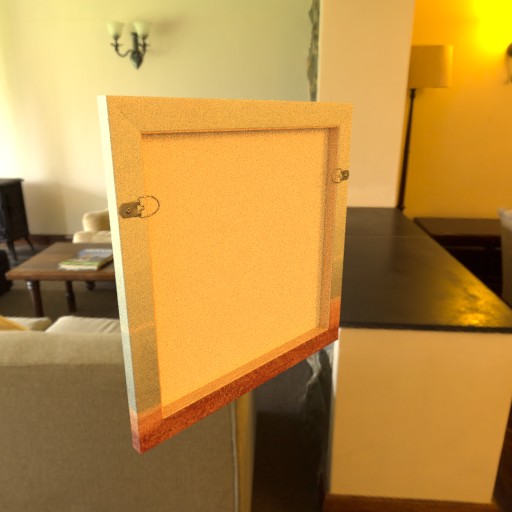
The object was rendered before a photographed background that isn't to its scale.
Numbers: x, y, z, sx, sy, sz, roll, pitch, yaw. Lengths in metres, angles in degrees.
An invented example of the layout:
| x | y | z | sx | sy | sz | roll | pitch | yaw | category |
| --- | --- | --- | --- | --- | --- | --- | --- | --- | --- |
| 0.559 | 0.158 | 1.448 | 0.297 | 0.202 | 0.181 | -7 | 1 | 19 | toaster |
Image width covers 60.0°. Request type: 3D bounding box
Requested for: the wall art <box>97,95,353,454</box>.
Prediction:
| x | y | z | sx | sy | sz | roll | pitch | yaw | category |
| --- | --- | --- | --- | --- | --- | --- | --- | --- | --- |
| 0.000 | 0.000 | 0.911 | 0.605 | 0.605 | 0.034 | -17 | 24 | -42 | wall art |
